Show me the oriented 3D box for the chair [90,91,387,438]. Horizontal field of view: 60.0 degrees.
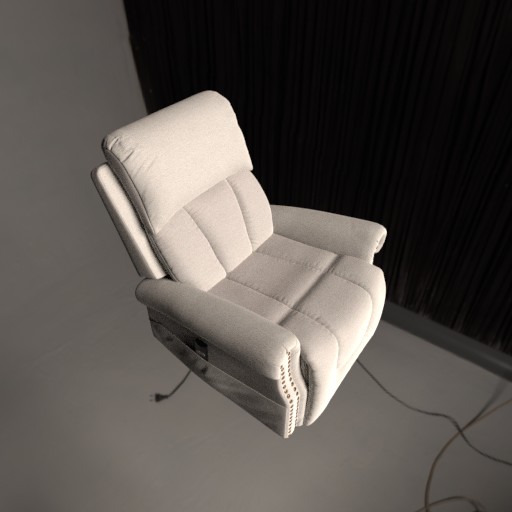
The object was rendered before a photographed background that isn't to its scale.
[{"bbox_3d":[0.000,0.000,1.802,0.979,1.031,0.871,24,46,26],"label":"chair"}]
